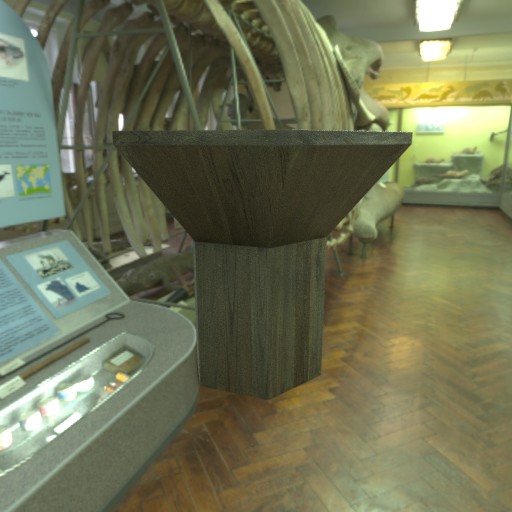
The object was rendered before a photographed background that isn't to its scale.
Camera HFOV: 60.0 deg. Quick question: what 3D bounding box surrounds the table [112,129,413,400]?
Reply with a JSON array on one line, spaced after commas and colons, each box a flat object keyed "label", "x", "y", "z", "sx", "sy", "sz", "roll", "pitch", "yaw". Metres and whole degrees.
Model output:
[{"label": "table", "x": 0.000, "y": 0.000, "z": 1.095, "sx": 0.592, "sy": 0.586, "sz": 0.683, "roll": -2, "pitch": 15, "yaw": -9}]
